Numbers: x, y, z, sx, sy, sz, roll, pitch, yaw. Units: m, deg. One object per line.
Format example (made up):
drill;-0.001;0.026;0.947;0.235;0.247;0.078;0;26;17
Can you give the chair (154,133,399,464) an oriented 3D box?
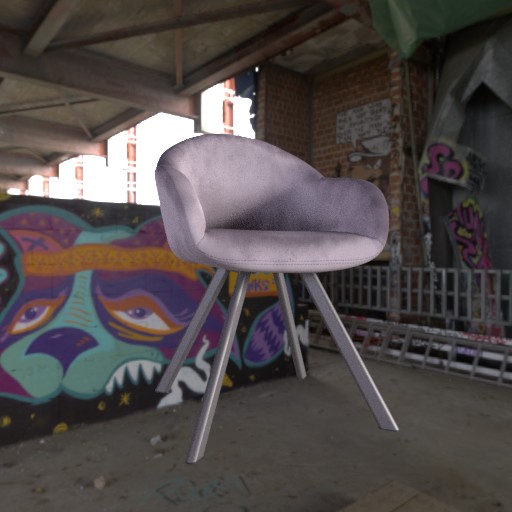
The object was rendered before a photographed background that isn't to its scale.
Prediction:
chair;0.000;0.000;1.202;0.550;0.795;0.590;0;0;-20
